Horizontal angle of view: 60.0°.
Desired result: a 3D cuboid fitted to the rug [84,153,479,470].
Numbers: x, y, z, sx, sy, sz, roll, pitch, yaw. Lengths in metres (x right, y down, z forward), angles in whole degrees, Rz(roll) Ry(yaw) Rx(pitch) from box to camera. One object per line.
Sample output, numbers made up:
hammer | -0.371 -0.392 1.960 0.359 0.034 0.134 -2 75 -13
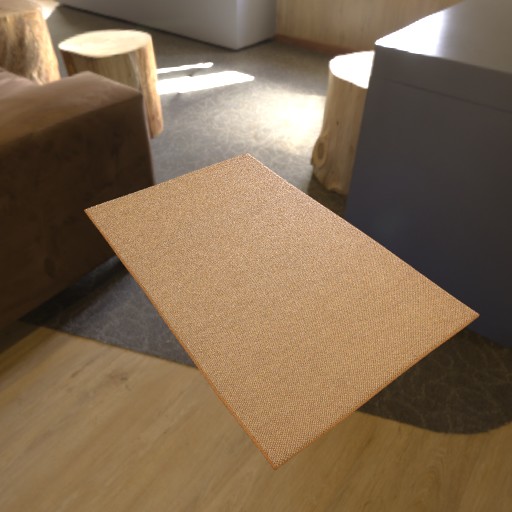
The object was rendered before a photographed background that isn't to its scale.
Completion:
rug | 0.000 0.000 2.099 1.078 0.013 1.678 -26 48 -26
